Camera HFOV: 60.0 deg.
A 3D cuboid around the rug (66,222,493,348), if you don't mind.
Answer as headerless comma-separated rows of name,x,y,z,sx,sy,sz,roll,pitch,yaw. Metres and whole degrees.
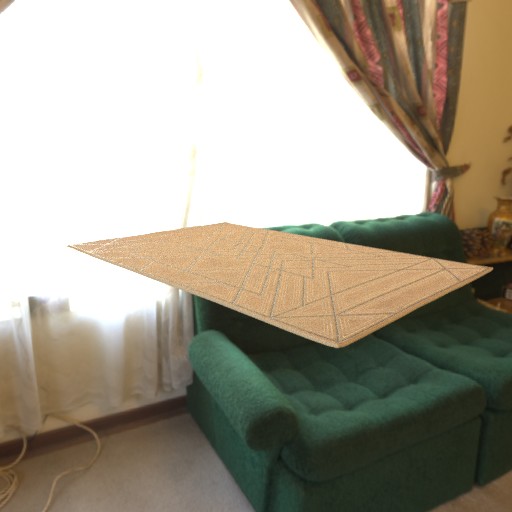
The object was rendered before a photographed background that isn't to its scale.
rug,0.000,0.000,2.966,1.575,0.023,2.459,-13,18,-43
